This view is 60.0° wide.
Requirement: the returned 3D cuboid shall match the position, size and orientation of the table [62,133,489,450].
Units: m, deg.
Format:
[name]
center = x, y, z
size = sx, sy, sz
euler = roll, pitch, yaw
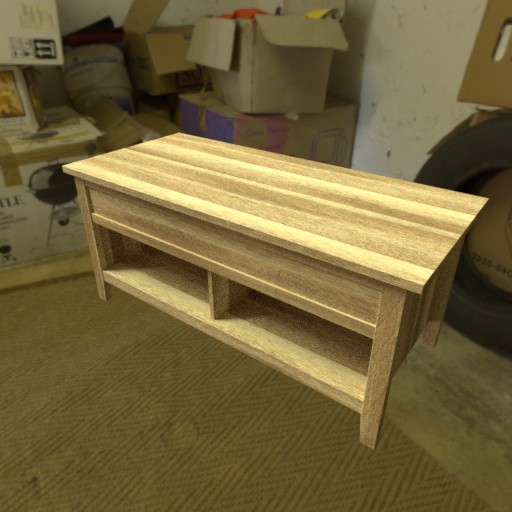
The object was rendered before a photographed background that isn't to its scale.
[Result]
[table]
center = 0.000, 0.000, 1.345
size = 1.095, 0.480, 0.493
euler = 20, 35, 31
